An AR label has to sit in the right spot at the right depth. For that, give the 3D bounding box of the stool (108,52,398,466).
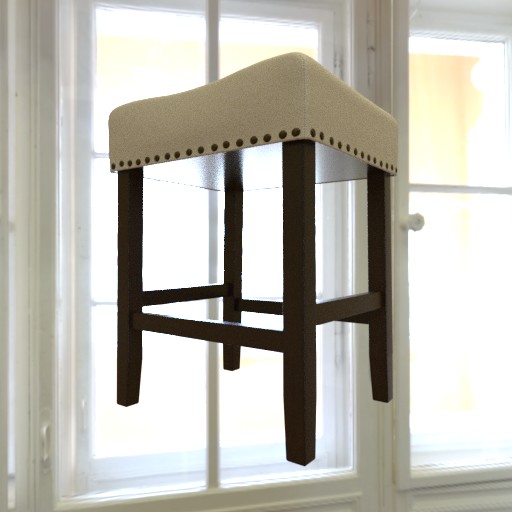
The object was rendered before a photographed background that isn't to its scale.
[{"bbox_3d":[0.000,0.000,0.924,0.471,0.609,0.401,0,0,36],"label":"stool"}]
